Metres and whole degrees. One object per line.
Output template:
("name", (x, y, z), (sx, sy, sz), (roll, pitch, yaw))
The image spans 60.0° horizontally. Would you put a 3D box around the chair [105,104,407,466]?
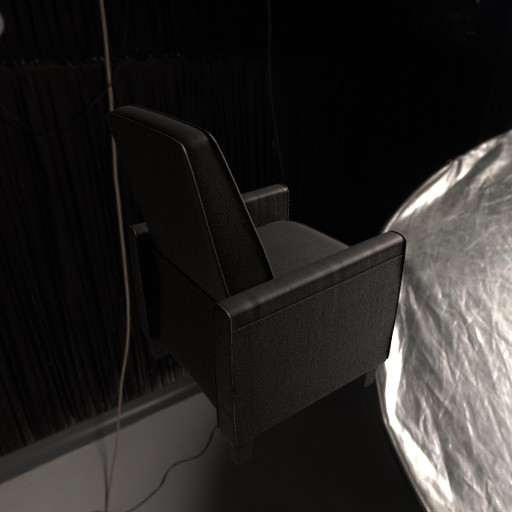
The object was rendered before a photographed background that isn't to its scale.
("chair", (0.000, 0.000, 1.534), (0.746, 1.013, 0.705), (-18, 32, -31))
